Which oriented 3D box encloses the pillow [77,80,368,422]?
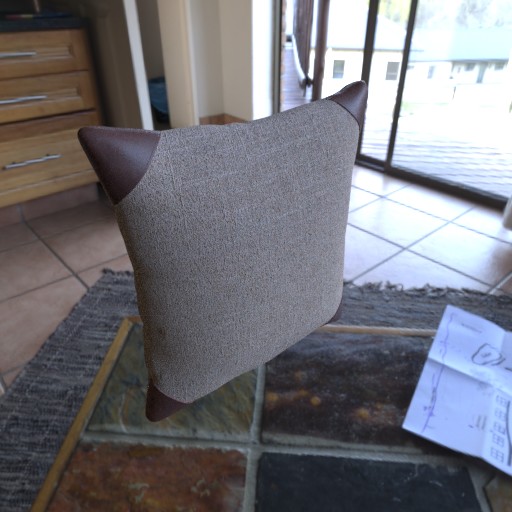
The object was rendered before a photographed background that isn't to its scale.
[{"bbox_3d":[0.000,0.000,0.658,0.437,0.448,0.147,-23,38,-33],"label":"pillow"}]
